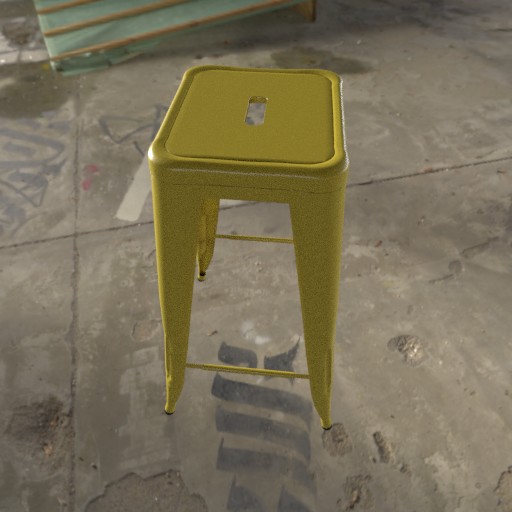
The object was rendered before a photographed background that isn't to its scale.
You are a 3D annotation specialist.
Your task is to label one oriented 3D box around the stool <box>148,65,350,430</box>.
[{"bbox_3d":[0.000,0.000,0.850,0.359,0.609,0.399,4,47,4],"label":"stool"}]
